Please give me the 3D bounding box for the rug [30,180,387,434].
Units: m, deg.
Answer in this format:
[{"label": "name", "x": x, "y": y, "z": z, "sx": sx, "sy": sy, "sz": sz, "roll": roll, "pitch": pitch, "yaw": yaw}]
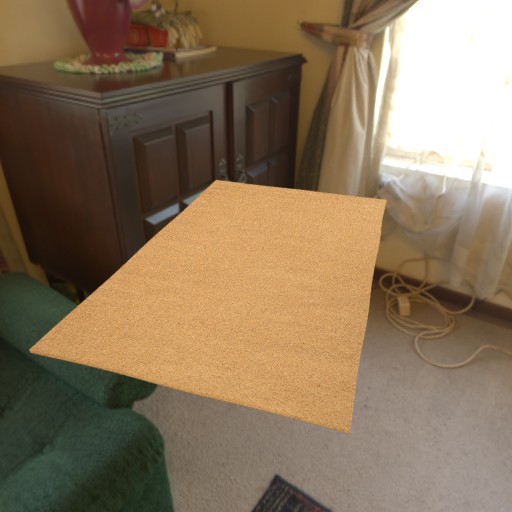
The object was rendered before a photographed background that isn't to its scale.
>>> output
[{"label": "rug", "x": 0.000, "y": 0.000, "z": 2.864, "sx": 1.500, "sy": 0.025, "sz": 2.346, "roll": 9, "pitch": 32, "yaw": 15}]
